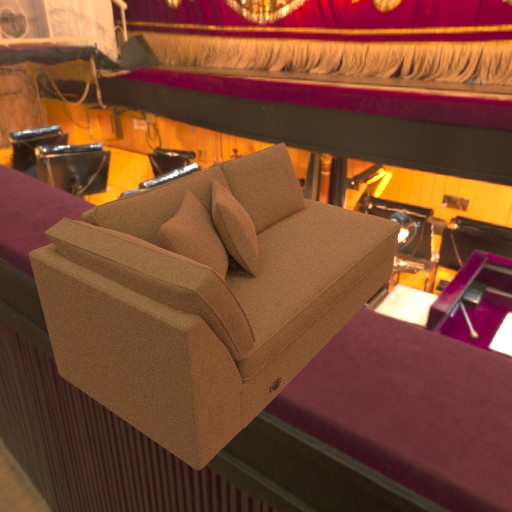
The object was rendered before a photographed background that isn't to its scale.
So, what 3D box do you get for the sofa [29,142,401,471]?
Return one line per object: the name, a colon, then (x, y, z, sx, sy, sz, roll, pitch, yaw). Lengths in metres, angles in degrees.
sofa: (0.000, 0.000, 2.772, 1.110, 1.033, 2.237, 18, 32, 32)
